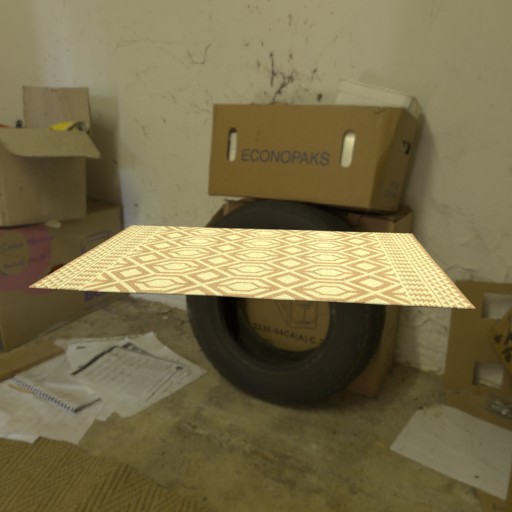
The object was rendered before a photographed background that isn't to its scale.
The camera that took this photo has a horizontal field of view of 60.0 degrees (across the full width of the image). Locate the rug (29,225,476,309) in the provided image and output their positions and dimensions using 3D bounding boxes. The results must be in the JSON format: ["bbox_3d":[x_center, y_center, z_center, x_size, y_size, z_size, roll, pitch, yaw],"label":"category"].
[{"bbox_3d":[0.000,0.000,3.106,2.435,0.011,1.526,2,18,7],"label":"rug"}]
